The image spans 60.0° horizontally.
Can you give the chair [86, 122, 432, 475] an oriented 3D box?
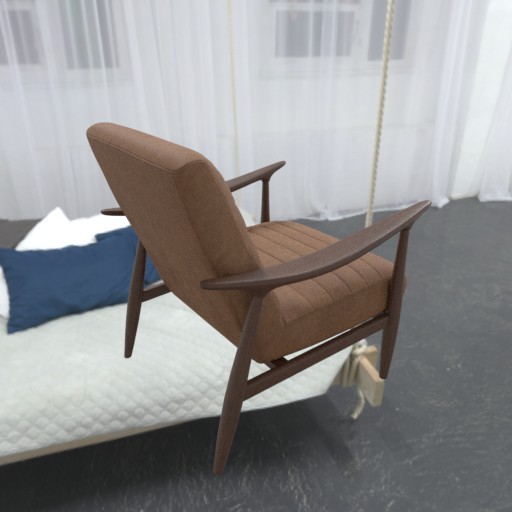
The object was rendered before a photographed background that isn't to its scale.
[{"bbox_3d":[0.000,0.000,1.414,0.798,0.832,0.741,-17,30,-33],"label":"chair"}]
